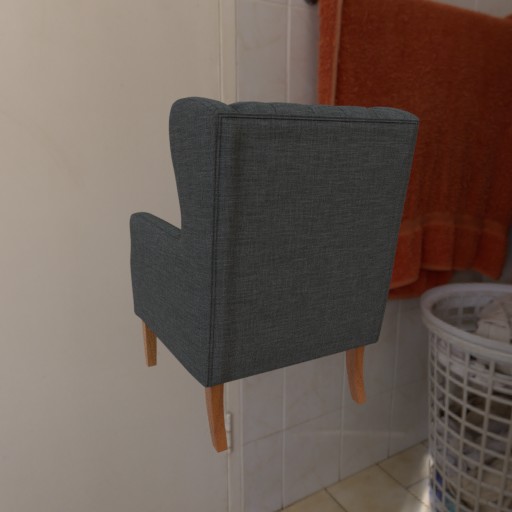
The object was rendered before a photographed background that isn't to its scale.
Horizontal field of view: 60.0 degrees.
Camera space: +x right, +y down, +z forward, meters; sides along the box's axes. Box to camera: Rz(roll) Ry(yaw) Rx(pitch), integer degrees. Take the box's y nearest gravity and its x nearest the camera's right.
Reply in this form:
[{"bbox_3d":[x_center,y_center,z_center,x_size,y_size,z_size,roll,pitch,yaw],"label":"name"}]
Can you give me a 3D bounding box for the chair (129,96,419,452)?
[{"bbox_3d":[0.000,0.000,1.505,0.711,0.953,0.775,-7,16,-27],"label":"chair"}]
